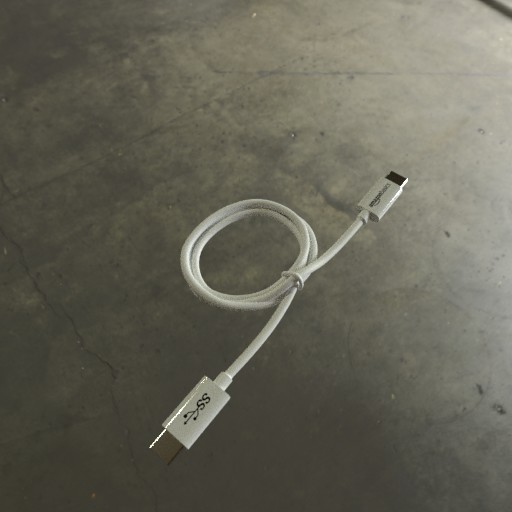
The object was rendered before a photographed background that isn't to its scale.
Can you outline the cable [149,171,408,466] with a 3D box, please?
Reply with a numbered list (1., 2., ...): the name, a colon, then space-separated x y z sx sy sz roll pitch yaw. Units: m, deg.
1. cable: 0.000 0.000 0.215 0.070 0.014 0.186 34 63 20
